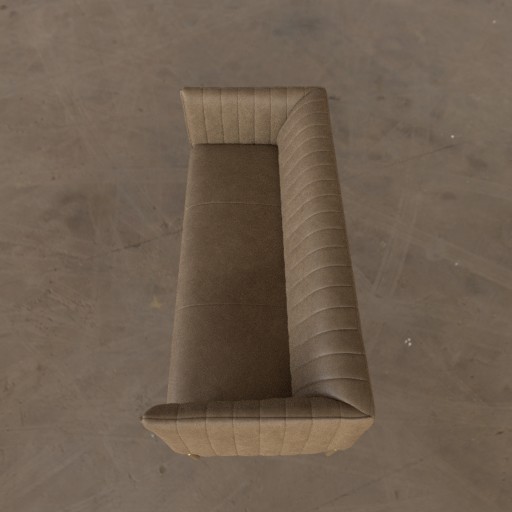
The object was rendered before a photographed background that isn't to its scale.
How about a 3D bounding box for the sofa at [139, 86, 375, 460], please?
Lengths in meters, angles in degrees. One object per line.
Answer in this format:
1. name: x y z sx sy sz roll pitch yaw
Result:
1. sofa: 0.000 0.000 2.424 0.876 0.779 1.980 -1 58 0
